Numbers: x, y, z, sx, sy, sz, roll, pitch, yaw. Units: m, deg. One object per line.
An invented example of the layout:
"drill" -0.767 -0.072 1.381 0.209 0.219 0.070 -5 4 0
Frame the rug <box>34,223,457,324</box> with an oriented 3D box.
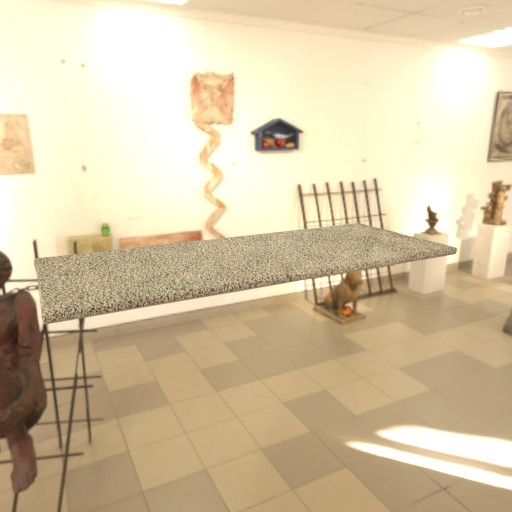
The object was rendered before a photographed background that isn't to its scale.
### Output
"rug" 0.000 0.000 1.708 1.524 0.030 0.609 -8 17 -26
